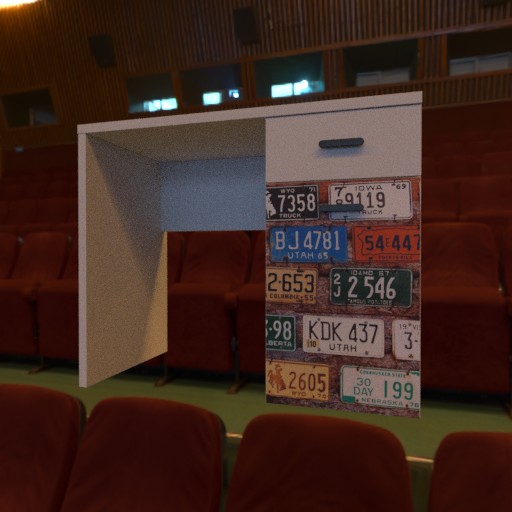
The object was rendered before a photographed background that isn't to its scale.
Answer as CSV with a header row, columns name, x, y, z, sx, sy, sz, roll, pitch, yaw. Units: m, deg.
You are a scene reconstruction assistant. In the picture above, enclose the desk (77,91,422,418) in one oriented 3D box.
name,x,y,z,sx,sy,sz,roll,pitch,yaw
desk,0.000,0.000,1.323,0.898,0.730,0.482,0,1,17
